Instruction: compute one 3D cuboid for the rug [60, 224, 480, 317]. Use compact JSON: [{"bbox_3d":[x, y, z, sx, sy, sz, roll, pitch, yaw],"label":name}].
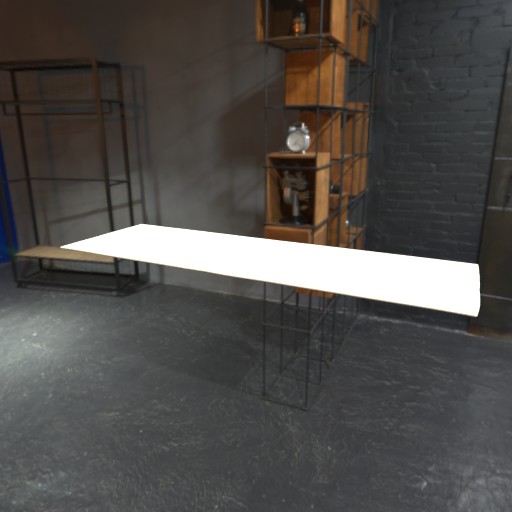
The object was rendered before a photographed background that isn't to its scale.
[{"bbox_3d":[0.000,0.000,2.691,2.450,0.014,0.793,8,18,25],"label":"rug"}]
